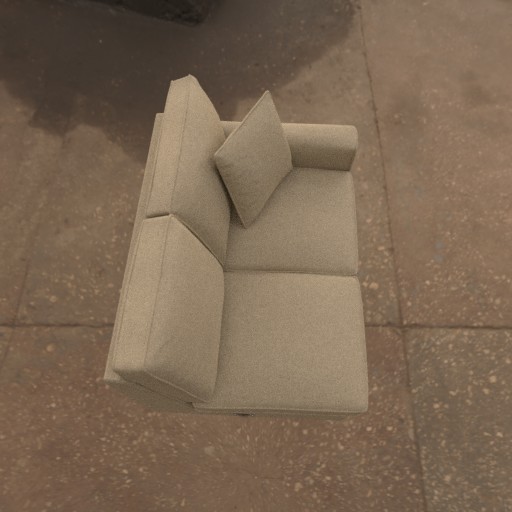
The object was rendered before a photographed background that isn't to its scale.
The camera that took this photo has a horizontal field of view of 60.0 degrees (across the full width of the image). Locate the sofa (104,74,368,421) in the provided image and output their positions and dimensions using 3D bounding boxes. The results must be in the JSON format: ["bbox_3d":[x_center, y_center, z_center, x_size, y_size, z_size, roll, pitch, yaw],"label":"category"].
[{"bbox_3d":[0.000,0.000,2.088,0.991,0.989,1.388,3,63,1],"label":"sofa"}]
